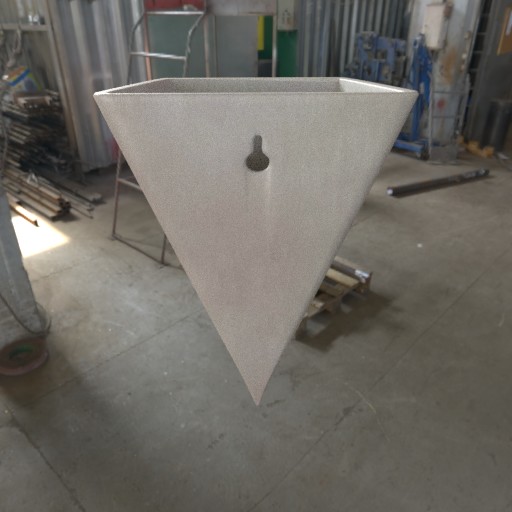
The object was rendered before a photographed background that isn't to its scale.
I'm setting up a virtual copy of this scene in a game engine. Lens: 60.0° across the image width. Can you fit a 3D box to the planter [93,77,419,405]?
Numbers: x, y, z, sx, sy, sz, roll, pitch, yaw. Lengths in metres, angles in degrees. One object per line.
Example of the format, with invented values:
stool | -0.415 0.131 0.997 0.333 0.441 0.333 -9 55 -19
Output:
planter | 0.000 0.000 0.271 0.150 0.197 0.060 -1 28 -2
